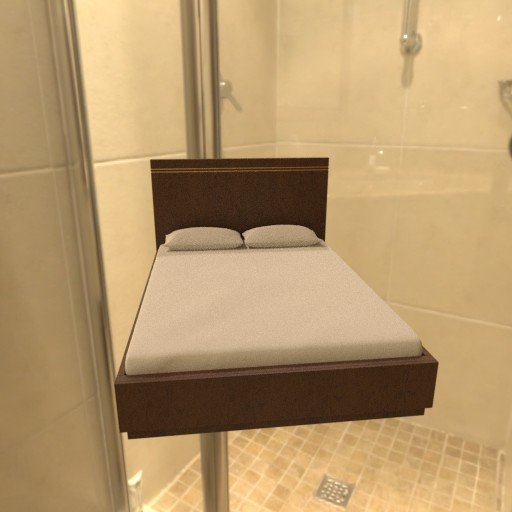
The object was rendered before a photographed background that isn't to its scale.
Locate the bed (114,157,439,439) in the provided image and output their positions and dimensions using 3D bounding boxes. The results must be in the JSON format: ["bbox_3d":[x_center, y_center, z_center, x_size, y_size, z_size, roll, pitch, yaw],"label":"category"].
[{"bbox_3d":[0.000,0.000,3.148,1.613,1.169,2.221,-2,18,-7],"label":"bed"}]
